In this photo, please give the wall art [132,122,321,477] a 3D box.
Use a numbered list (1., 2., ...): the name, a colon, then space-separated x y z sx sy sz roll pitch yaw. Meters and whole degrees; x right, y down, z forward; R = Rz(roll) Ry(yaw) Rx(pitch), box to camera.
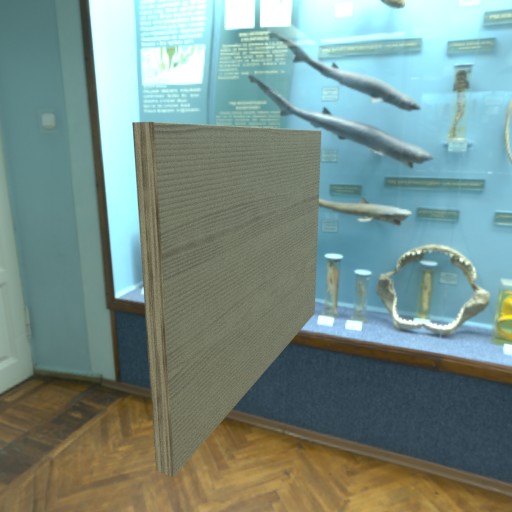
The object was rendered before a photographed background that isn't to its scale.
1. wall art: 0.000 0.000 1.097 0.063 0.609 0.841 7 16 24
